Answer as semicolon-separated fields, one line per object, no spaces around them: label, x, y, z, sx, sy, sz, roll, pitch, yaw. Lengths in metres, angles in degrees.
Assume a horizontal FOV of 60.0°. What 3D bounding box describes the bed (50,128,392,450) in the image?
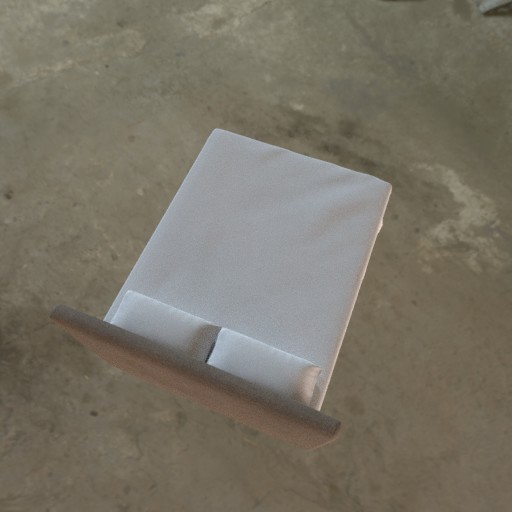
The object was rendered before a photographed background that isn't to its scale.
bed;0.000;0.000;3.266;1.723;1.330;2.142;20;66;9
